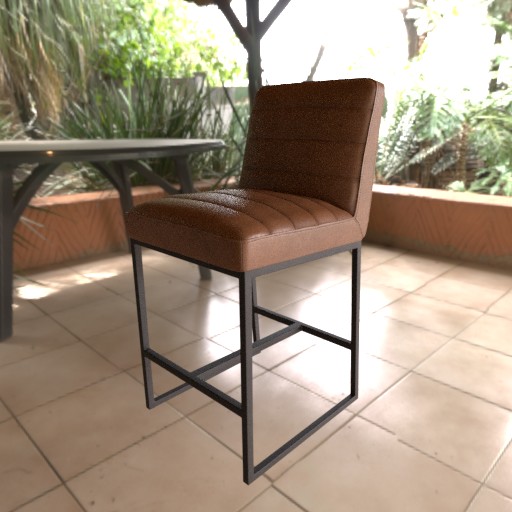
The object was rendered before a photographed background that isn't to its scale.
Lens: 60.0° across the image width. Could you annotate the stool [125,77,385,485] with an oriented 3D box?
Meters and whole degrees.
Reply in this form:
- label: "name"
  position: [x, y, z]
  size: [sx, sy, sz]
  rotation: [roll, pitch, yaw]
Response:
- label: "stool"
  position: [0.000, 0.000, 1.237]
  size: [0.458, 0.940, 0.556]
  rotation: [15, 22, 42]
